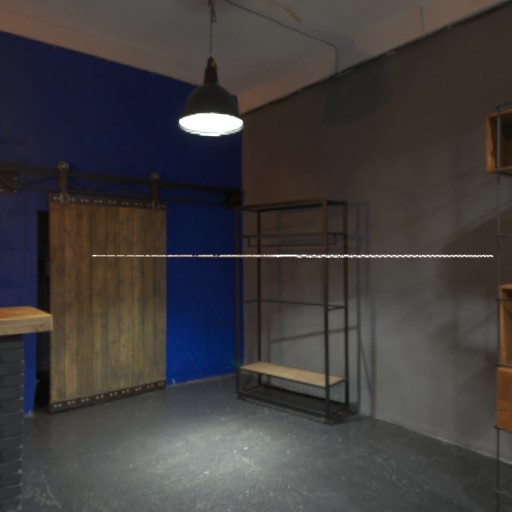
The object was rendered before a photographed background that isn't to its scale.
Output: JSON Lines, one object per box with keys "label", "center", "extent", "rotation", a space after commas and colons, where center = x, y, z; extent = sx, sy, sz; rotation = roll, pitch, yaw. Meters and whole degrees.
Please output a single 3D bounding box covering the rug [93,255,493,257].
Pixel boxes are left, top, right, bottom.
{"label": "rug", "center": [0.000, 0.000, 2.454], "extent": [1.196, 0.008, 2.006], "rotation": [0, 0, -36]}
